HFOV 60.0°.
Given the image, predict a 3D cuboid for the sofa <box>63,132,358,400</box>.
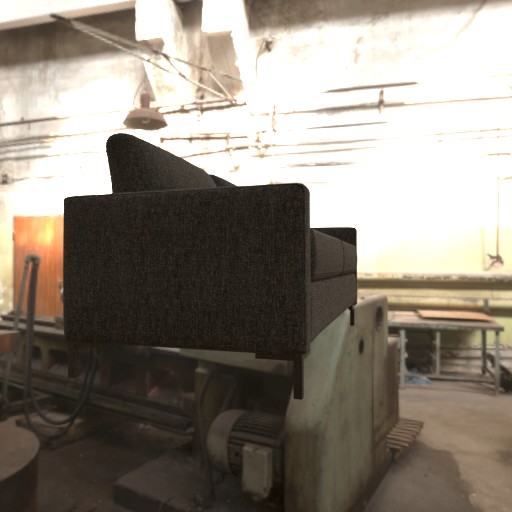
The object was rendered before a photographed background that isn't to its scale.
[{"bbox_3d":[0.000,0.000,2.184,0.866,0.862,1.716,0,-1,18],"label":"sofa"}]
